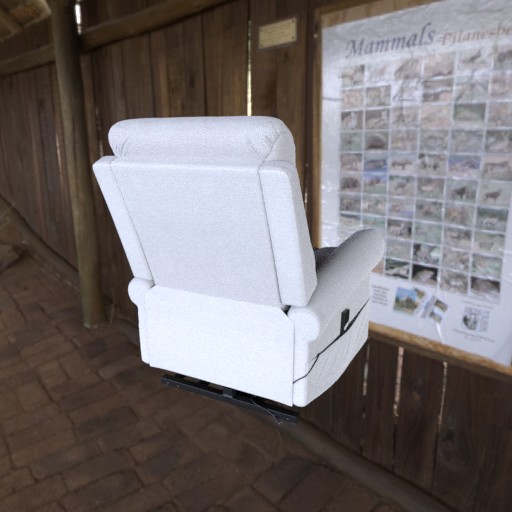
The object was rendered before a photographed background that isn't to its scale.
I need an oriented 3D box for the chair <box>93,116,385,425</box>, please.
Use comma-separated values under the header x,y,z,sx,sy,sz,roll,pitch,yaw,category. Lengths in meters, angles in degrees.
x,y,z,sx,sy,sz,roll,pitch,yaw,category
0.000,0.000,1.767,0.871,1.031,0.979,8,17,26,chair
